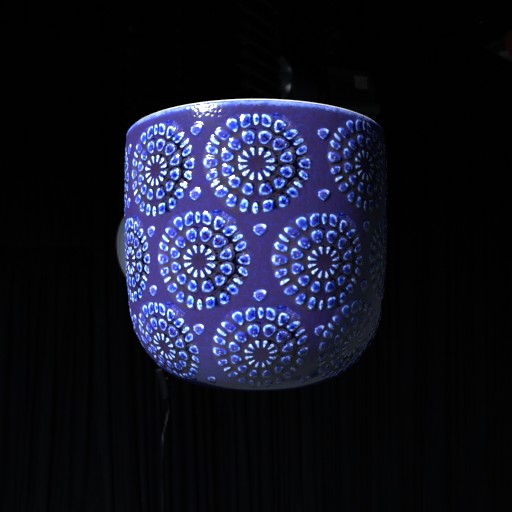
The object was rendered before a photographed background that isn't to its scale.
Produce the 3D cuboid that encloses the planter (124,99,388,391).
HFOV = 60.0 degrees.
[{"bbox_3d":[0.000,0.000,0.290,0.165,0.149,0.165,0,-1,0],"label":"planter"}]
